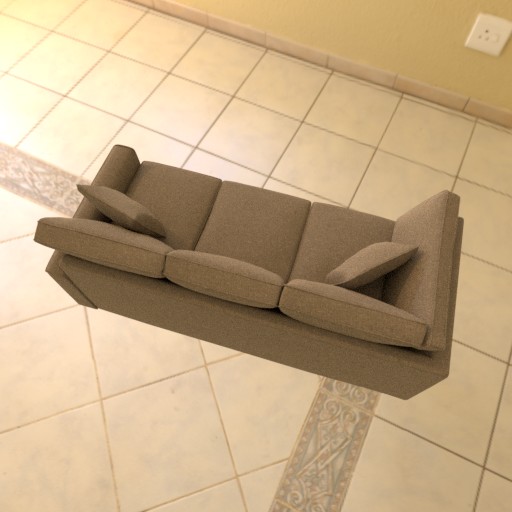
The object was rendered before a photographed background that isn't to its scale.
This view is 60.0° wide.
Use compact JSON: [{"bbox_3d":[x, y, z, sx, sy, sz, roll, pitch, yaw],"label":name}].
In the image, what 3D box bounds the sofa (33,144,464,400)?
[{"bbox_3d":[0.000,0.000,2.818,2.317,0.962,1.061,15,64,8],"label":"sofa"}]
